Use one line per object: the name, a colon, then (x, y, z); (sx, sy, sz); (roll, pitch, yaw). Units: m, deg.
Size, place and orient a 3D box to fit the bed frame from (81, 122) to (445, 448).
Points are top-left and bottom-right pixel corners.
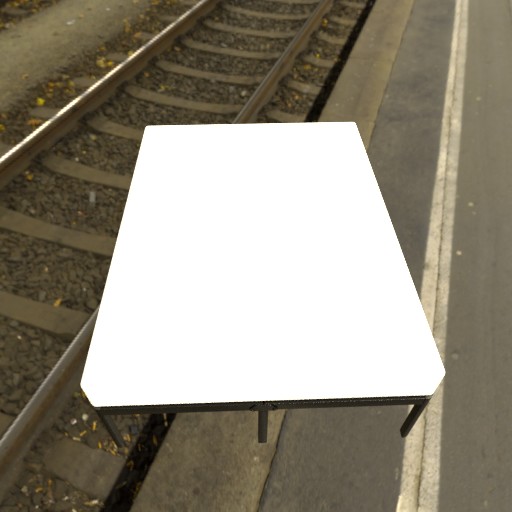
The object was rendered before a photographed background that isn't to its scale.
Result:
bed frame: (0.000, 0.000, 2.772); (1.557, 0.659, 2.072); (-2, 47, -1)
